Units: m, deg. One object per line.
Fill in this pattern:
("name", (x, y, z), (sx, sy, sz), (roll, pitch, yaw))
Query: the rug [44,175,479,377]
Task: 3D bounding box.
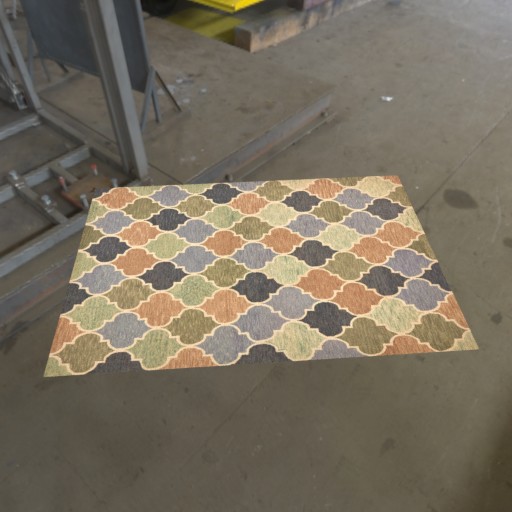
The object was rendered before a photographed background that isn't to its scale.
("rug", (0.000, 0.000, 2.268), (1.828, 0.006, 1.216), (-3, 47, -3))
